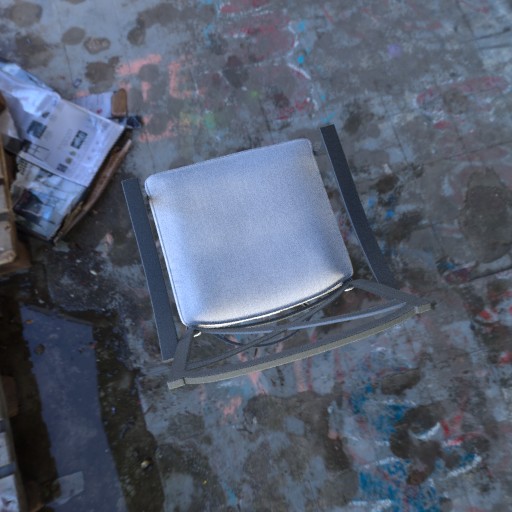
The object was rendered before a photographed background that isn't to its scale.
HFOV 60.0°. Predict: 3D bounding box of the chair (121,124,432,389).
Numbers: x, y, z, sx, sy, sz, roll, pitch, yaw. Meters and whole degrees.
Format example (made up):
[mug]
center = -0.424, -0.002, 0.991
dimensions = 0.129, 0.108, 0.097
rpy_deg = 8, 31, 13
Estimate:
[chair]
center = 0.000, 0.000, 1.277
dimensions = 0.575, 0.889, 0.620
rpy_deg = -16, 76, -4
